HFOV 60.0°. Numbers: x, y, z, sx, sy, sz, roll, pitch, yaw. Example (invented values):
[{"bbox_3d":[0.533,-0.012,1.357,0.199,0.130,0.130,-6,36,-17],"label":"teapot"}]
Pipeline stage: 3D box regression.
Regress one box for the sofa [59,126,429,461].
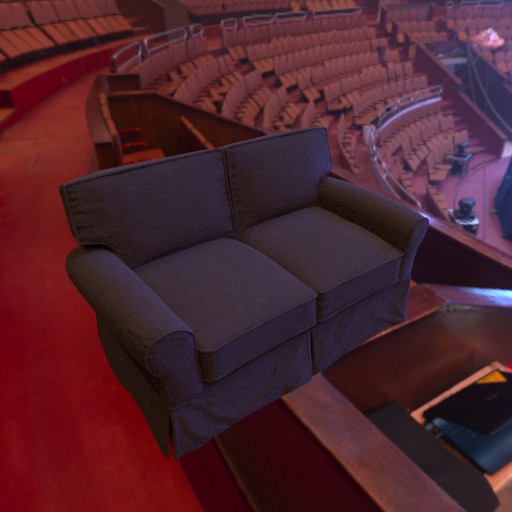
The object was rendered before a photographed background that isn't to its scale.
[{"bbox_3d":[0.000,0.000,2.404,1.801,1.059,0.997,-22,37,-32],"label":"sofa"}]
